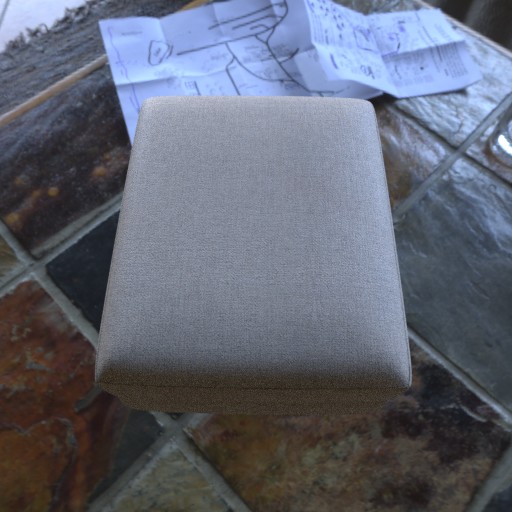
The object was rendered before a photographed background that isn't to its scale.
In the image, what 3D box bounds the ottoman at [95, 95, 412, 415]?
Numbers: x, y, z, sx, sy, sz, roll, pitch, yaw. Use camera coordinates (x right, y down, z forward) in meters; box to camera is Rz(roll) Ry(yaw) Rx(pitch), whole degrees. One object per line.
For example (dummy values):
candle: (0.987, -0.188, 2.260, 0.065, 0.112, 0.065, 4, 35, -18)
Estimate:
ottoman: (0.000, 0.000, 1.235, 0.671, 0.490, 0.820, 1, 63, 0)
